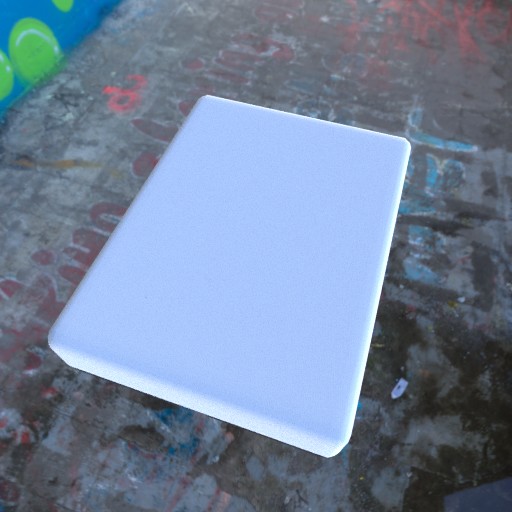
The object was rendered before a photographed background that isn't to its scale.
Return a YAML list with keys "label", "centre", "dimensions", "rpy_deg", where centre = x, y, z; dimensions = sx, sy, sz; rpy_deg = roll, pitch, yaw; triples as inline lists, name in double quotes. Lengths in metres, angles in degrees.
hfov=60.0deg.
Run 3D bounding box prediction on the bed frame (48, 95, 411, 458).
- label: "bed frame"
  centre: [0.000, 0.000, 2.819]
  dimensions: [1.528, 0.677, 2.037]
  rpy_deg: [16, 58, 10]
